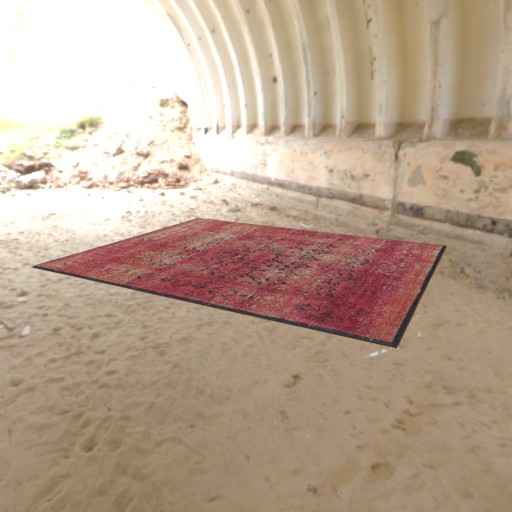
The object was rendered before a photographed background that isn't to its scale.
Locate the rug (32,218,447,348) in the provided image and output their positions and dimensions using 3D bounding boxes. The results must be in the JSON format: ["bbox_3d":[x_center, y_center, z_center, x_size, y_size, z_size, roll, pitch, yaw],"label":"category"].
[{"bbox_3d":[0.000,0.000,4.095,3.032,0.020,2.411,9,18,27],"label":"rug"}]
